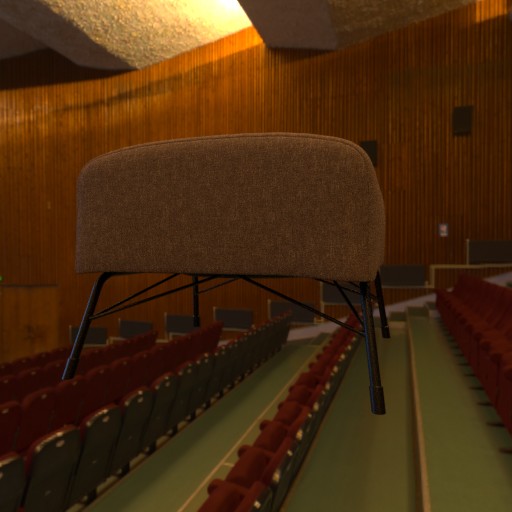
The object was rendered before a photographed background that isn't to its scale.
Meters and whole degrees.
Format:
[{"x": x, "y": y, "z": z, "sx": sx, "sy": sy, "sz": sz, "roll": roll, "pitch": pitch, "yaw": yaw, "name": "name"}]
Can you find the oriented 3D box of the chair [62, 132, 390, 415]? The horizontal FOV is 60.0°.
[{"x": 0.000, "y": 0.000, "z": 0.918, "sx": 0.530, "sy": 0.410, "sz": 0.530, "roll": 0, "pitch": 1, "yaw": 18, "name": "chair"}]
